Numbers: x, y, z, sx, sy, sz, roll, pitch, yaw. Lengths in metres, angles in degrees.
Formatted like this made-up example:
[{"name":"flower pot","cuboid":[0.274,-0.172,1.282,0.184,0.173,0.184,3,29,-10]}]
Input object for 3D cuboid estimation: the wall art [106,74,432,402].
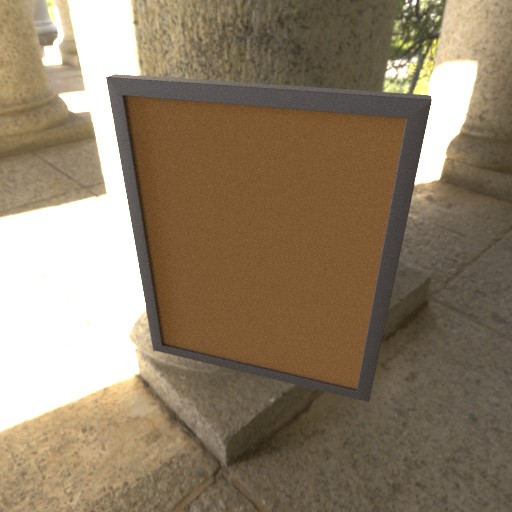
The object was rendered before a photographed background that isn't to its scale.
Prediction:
[{"name":"wall art","cuboid":[0.000,0.000,0.759,0.458,0.558,0.029,10,34,15]}]
